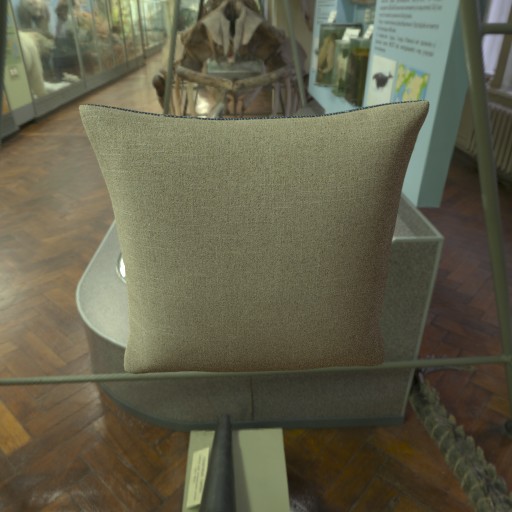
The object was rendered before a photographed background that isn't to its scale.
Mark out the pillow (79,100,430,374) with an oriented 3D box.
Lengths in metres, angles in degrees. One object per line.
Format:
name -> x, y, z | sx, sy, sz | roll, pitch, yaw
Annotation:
pillow -> 0.000, 0.000, 0.642 | 0.435, 0.428, 0.148 | -1, 28, -2
